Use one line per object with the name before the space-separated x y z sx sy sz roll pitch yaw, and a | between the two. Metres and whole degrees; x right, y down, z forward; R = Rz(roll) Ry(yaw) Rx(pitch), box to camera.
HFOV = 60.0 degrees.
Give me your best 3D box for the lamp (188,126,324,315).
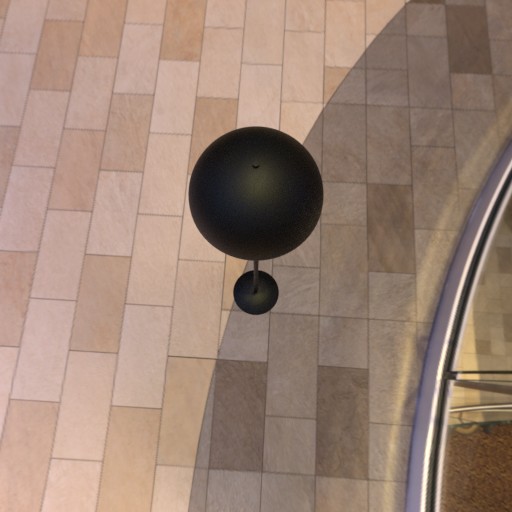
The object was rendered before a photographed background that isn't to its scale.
lamp | 0.000 0.000 1.632 0.328 1.480 0.328 -42 79 -10
